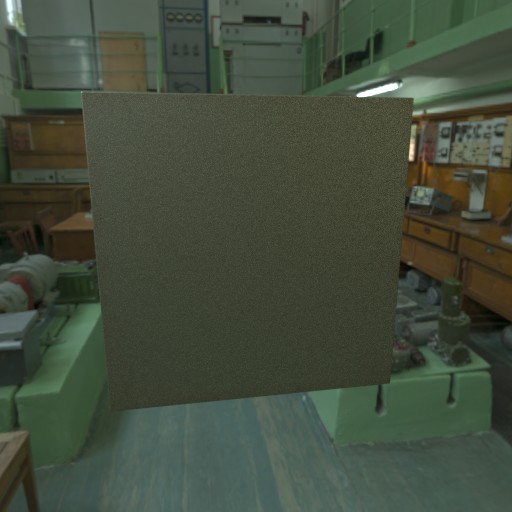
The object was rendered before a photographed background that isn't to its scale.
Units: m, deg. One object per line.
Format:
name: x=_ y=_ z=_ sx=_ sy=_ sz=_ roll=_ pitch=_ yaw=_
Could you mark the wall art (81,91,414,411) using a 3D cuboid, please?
wall art: x=0.000 y=0.000 z=0.742 sx=0.503 sy=0.506 sz=0.040 roll=-3 pitch=15 yaw=-10
